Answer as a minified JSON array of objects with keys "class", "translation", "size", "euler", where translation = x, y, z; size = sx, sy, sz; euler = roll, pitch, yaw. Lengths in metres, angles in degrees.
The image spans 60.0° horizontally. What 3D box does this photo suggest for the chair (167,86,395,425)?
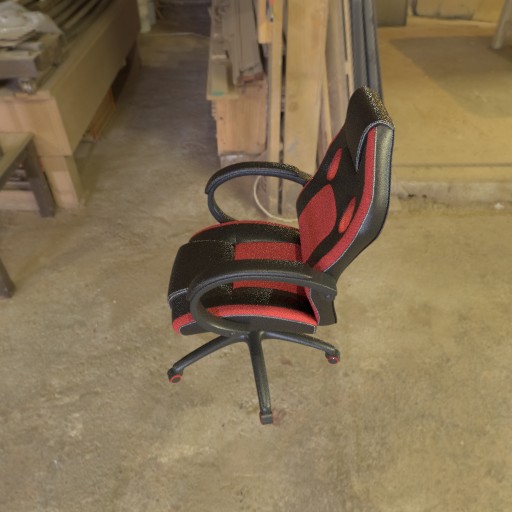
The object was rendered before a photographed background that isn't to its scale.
[{"class":"chair","translation":[0.000,0.000,1.686],"size":[0.783,1.189,0.750],"euler":[0,41,0]}]
